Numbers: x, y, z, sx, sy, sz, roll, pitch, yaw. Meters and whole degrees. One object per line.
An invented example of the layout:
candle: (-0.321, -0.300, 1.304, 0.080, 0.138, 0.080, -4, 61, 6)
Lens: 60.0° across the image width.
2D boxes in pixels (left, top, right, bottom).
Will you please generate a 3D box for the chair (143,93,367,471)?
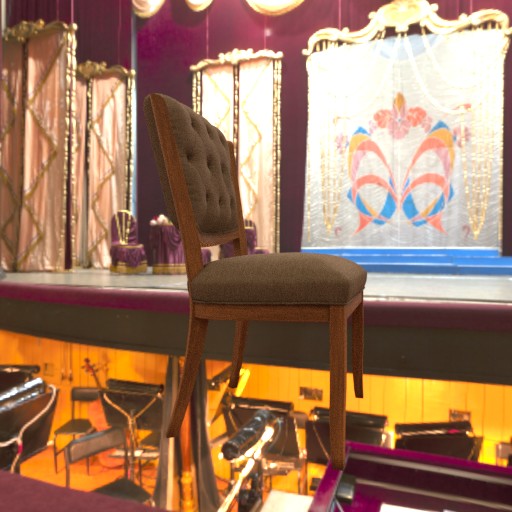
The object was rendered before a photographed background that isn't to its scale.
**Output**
chair: (0.000, 0.000, 1.267, 0.584, 0.905, 0.513, 0, 1, 18)
